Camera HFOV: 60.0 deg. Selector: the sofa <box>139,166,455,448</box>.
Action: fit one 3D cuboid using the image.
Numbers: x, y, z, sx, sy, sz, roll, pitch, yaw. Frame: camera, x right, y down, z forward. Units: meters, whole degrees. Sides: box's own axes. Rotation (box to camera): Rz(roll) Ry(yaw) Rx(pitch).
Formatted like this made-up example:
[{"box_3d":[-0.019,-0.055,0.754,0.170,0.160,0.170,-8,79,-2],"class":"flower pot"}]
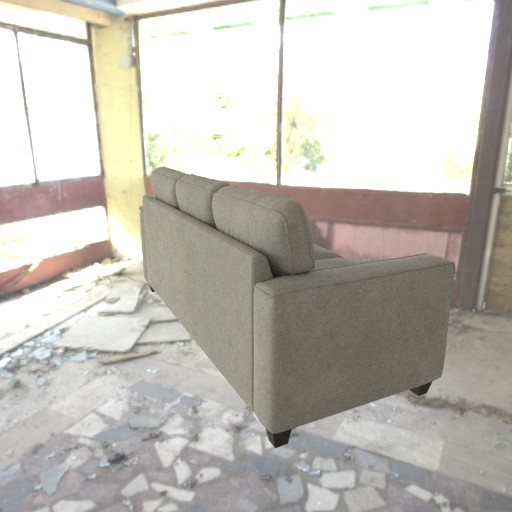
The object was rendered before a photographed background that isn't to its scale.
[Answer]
[{"box_3d":[0.000,0.000,2.676,0.939,0.965,2.133,-8,17,-26],"class":"sofa"}]
